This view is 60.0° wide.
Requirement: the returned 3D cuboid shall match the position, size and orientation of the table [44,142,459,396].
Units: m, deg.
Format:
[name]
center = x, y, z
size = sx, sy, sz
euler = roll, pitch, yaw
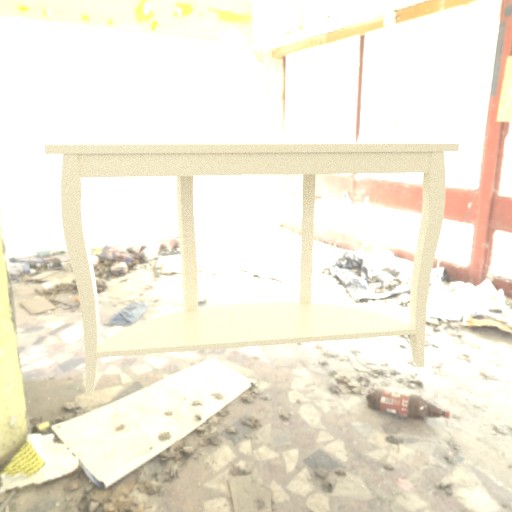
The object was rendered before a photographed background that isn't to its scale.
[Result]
[table]
center = 0.000, 0.000, 1.576
size = 1.219, 0.780, 0.394
euler = -2, 16, -9
